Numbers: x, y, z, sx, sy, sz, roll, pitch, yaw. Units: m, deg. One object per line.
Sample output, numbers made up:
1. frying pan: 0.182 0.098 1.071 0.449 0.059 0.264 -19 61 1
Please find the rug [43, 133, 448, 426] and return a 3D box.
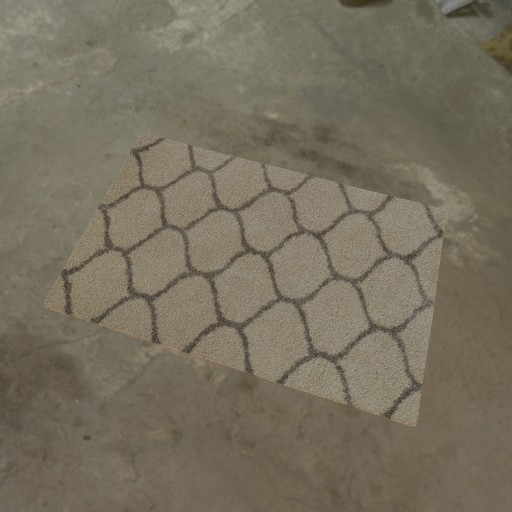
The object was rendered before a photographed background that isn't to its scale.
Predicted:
1. rug: 0.000 0.000 2.950 2.348 0.024 1.501 16 64 8
